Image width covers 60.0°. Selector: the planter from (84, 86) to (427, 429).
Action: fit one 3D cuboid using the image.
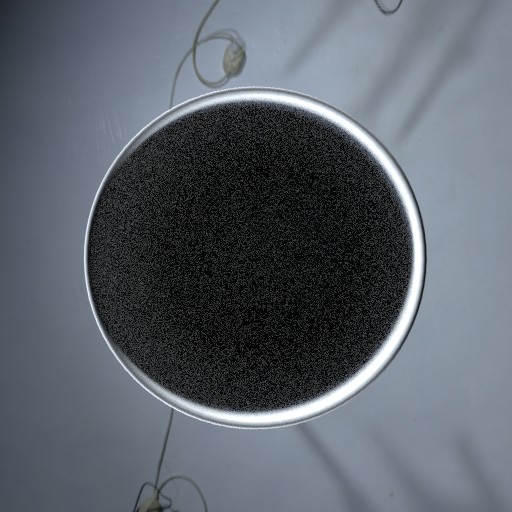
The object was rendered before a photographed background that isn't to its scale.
[{"bbox_3d":[0.000,0.000,0.765,0.440,0.398,0.440,0,91,0],"label":"planter"}]
